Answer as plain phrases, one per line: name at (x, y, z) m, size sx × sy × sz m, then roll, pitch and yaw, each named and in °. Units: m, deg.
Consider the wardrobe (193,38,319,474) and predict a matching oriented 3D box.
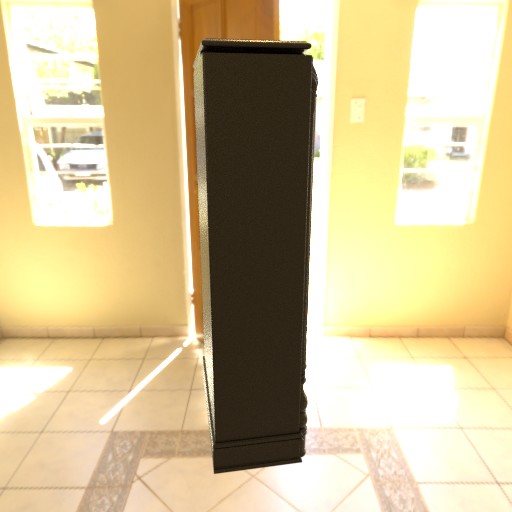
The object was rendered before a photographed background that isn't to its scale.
wardrobe at (0.000, 0.000, 1.208) m, size 0.295 × 1.011 × 0.444 m, roll -3°, pitch 18°, yaw -9°
